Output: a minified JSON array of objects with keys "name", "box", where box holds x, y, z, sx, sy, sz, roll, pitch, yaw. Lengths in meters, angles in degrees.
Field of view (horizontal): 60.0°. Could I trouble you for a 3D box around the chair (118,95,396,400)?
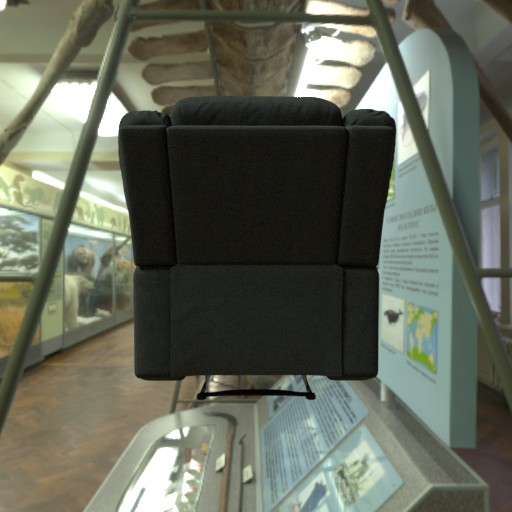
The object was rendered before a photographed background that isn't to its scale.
[{"name":"chair","box":[0.000,0.000,1.730,0.899,1.008,0.944,0,-1,0]}]
